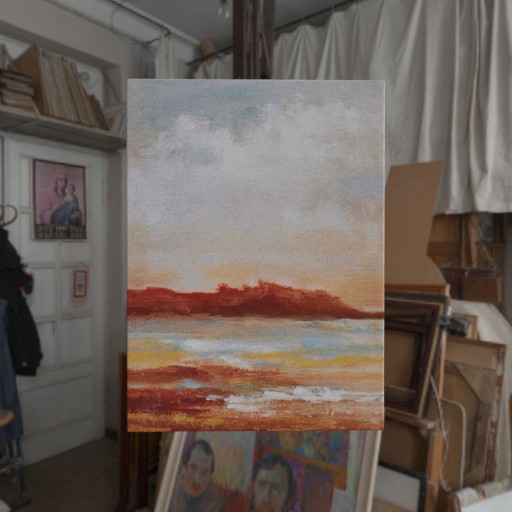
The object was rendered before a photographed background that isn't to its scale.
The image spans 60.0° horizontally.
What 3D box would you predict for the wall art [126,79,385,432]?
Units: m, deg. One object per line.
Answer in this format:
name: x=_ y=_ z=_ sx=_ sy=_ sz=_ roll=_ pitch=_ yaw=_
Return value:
wall art: x=0.000 y=0.000 z=0.777 sx=0.443 sy=0.605 sz=0.035 roll=0 pitch=1 yaw=-1
